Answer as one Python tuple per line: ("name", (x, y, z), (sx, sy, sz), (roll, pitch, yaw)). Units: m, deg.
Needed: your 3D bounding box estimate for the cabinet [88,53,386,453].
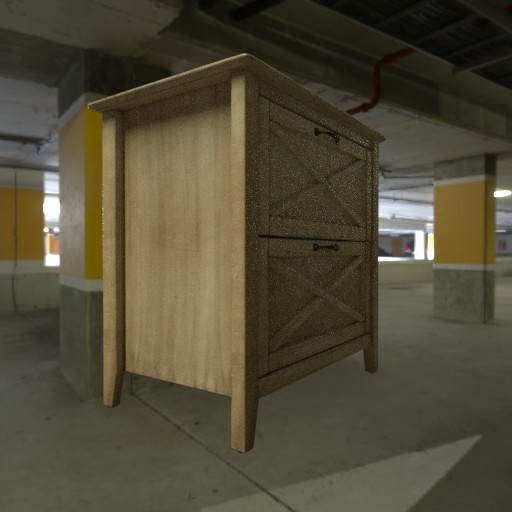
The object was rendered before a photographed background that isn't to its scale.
("cabinet", (0.000, 0.000, 1.275), (0.503, 0.762, 0.763), (1, 1, 35))
